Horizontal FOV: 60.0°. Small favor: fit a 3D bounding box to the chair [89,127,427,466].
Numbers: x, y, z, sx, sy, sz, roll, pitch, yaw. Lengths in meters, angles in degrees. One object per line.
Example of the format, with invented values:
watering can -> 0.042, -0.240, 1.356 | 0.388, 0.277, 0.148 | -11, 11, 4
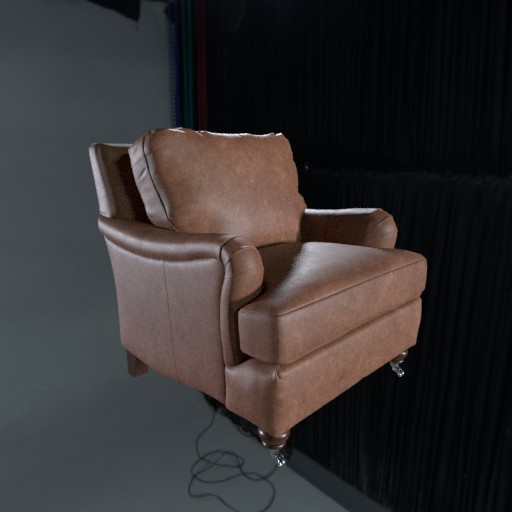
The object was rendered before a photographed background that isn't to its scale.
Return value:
chair -> 0.000, 0.000, 1.904 | 1.158, 1.055, 0.986 | 13, 19, 43
